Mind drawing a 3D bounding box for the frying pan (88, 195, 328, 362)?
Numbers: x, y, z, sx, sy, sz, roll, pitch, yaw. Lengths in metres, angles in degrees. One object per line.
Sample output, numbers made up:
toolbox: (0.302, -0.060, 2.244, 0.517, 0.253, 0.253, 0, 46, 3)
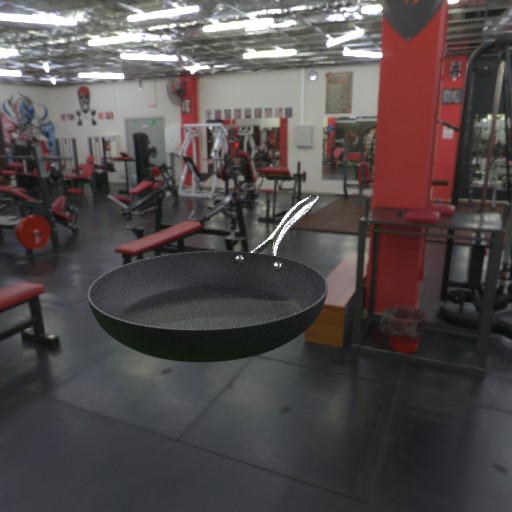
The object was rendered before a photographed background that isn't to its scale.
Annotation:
frying pan: (0.000, 0.000, 0.581, 0.255, 0.105, 0.472, 8, 17, 26)
